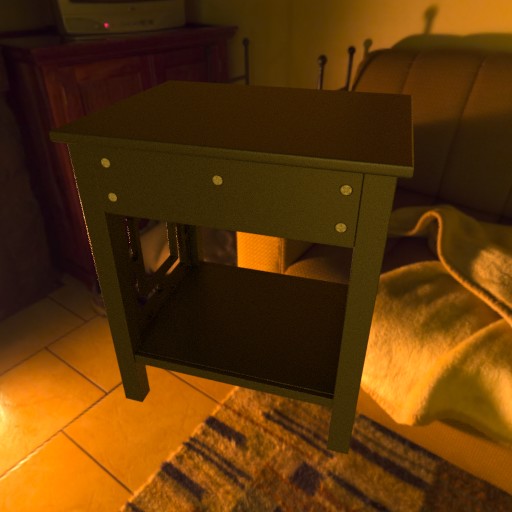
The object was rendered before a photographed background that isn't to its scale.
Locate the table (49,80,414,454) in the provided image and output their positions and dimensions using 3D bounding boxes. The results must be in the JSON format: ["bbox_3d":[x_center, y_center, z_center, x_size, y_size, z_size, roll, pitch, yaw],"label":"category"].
[{"bbox_3d":[0.000,0.000,1.000,0.564,0.646,0.451,9,33,14],"label":"table"}]
